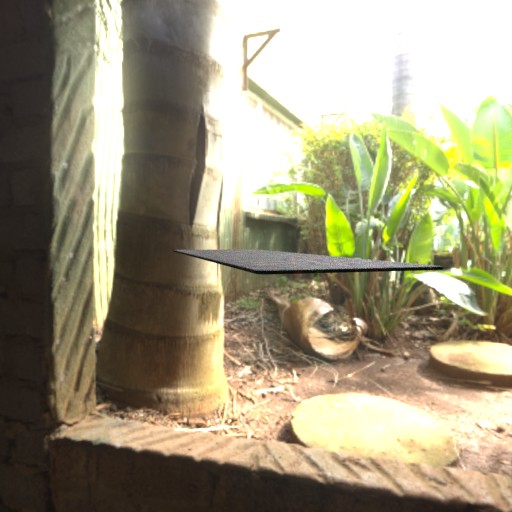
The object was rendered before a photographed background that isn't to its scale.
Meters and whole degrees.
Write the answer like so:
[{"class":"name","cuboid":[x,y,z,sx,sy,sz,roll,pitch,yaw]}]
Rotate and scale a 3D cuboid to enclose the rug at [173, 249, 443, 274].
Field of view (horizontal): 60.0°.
[{"class":"rug","cuboid":[0.000,0.000,2.522,0.686,0.013,2.286,-1,3,-17]}]
